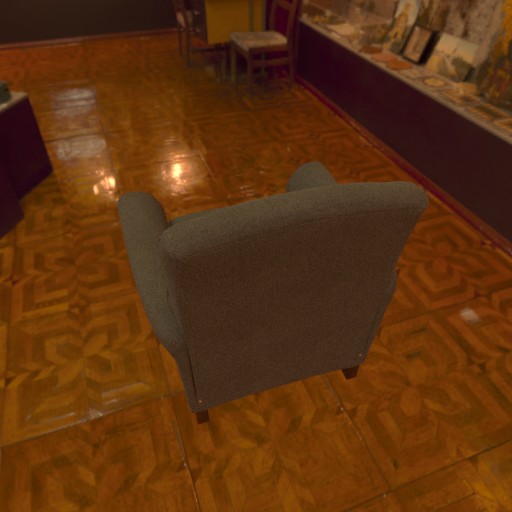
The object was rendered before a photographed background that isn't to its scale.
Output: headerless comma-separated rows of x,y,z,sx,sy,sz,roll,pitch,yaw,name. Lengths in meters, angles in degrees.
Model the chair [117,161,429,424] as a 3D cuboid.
0.000,0.000,1.760,0.978,1.061,0.905,-12,42,-14,chair
